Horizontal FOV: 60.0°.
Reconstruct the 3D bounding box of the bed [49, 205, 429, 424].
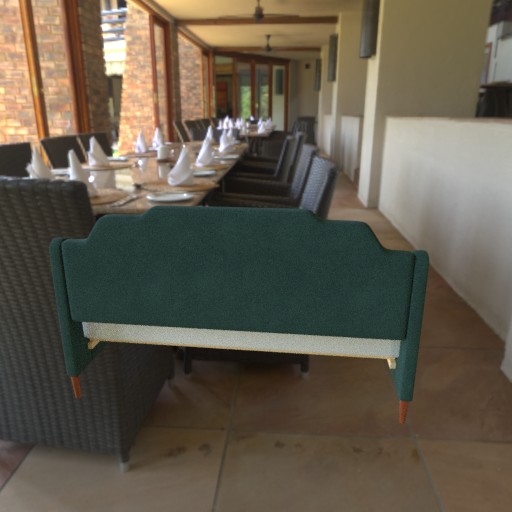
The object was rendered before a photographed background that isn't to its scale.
[{"bbox_3d":[0.000,0.000,3.587,2.074,1.245,2.340,2,18,7],"label":"bed"}]
